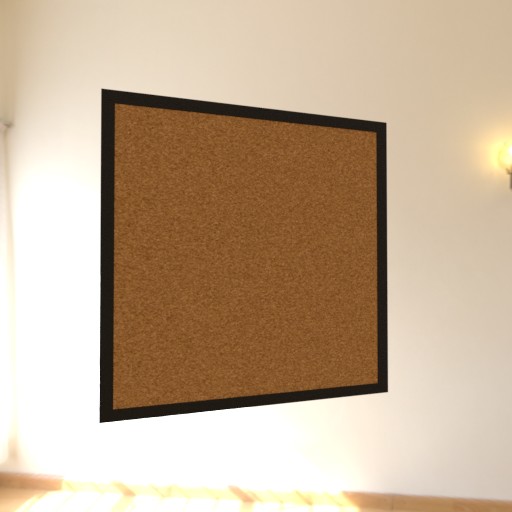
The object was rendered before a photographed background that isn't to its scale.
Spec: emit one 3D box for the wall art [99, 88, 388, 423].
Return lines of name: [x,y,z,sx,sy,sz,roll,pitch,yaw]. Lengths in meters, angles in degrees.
wall art: [0.000,0.000,0.763,0.506,0.503,0.036,0,-1,-19]
